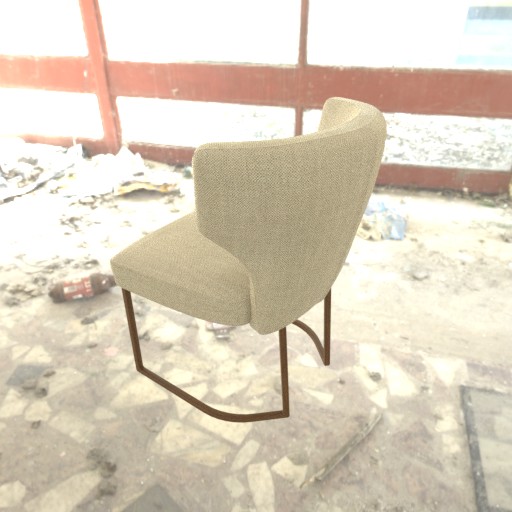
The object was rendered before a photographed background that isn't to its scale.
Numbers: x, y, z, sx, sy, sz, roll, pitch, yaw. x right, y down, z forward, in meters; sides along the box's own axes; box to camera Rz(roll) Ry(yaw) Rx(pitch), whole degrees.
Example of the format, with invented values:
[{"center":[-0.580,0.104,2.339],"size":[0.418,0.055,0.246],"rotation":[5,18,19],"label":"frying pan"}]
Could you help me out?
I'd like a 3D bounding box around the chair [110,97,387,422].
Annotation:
[{"center":[0.000,0.000,1.267],"size":[0.617,0.824,0.611],"rotation":[20,36,30],"label":"chair"}]
